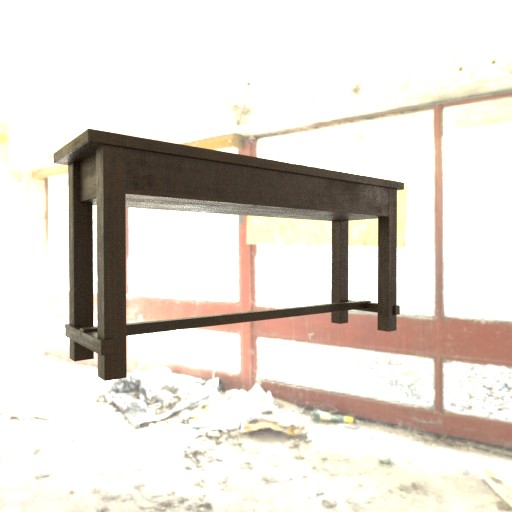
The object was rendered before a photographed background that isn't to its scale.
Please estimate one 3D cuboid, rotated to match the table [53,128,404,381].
[{"bbox_3d":[0.000,0.000,1.975,1.599,0.762,0.442,0,0,-38],"label":"table"}]
